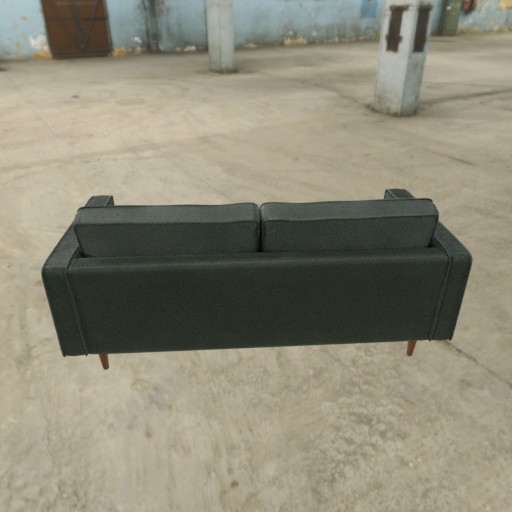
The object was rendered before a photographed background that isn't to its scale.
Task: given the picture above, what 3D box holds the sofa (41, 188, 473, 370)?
[{"bbox_3d":[0.000,0.000,2.281,1.816,0.781,0.886,-2,29,-3],"label":"sofa"}]
